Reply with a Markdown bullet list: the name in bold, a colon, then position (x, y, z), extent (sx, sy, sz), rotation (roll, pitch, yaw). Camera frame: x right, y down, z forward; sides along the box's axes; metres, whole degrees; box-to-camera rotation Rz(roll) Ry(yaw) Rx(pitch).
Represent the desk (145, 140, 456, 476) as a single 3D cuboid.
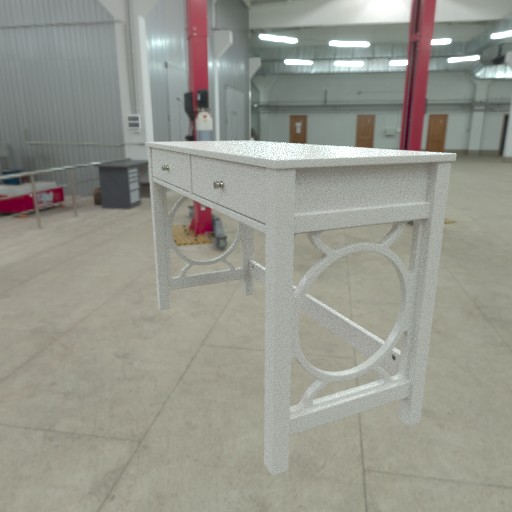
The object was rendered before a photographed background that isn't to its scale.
- **desk**: position (0.000, 0.000, 1.584), extent (0.504, 0.762, 1.191), rotation (-8, 18, -24)
